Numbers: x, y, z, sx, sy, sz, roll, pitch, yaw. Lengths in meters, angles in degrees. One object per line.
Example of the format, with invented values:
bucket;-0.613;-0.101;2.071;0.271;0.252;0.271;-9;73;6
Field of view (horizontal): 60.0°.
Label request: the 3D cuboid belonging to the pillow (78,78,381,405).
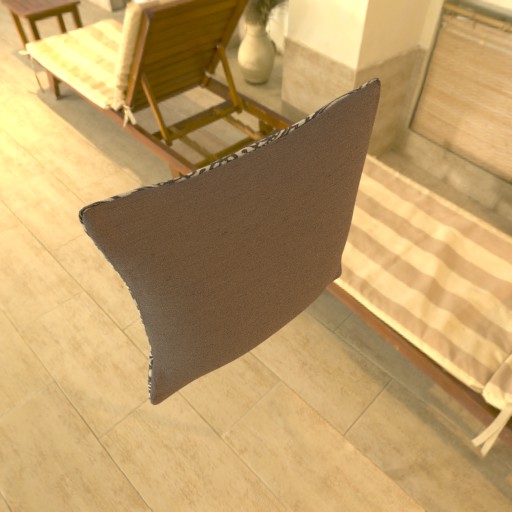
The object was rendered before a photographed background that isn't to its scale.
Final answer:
pillow;0.000;0.000;0.655;0.436;0.417;0.148;-31;55;-25
